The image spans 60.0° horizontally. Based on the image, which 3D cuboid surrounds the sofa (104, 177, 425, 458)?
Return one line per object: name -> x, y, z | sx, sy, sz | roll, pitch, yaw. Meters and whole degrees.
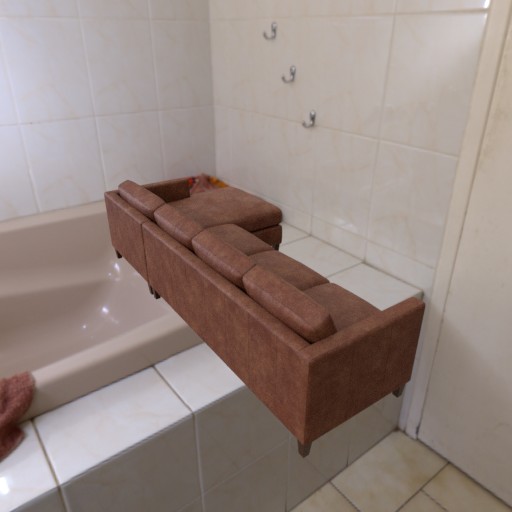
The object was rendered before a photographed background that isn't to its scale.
sofa -> 0.000, 0.000, 3.900 | 1.581, 0.883, 3.203 | -17, 32, -31
